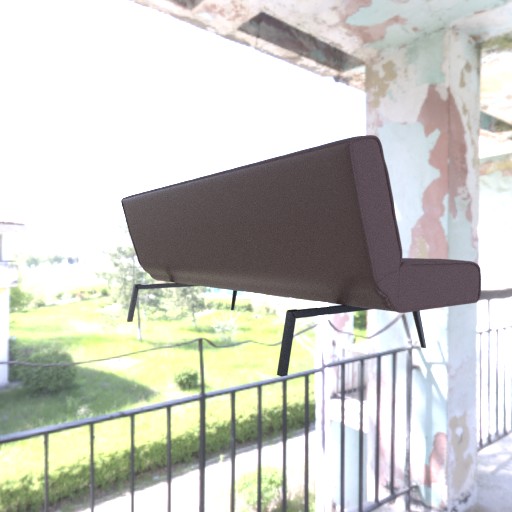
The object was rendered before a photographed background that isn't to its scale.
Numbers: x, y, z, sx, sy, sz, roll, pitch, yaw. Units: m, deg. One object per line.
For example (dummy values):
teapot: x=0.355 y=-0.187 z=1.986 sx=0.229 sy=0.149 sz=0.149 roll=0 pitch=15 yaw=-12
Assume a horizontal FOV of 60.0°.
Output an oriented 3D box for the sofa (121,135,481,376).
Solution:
sofa: x=0.000 y=0.000 z=2.044 sx=0.747 sy=0.699 sz=1.703 roll=-1 pitch=1 yaw=-37
